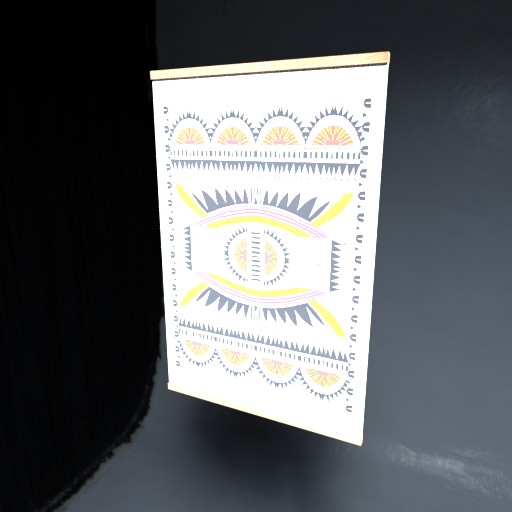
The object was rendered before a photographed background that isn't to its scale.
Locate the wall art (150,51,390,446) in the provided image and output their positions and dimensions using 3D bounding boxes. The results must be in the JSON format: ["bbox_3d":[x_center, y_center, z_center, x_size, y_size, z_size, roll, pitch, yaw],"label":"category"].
[{"bbox_3d":[0.000,0.000,1.899,0.999,1.533,0.028,7,16,25],"label":"wall art"}]
